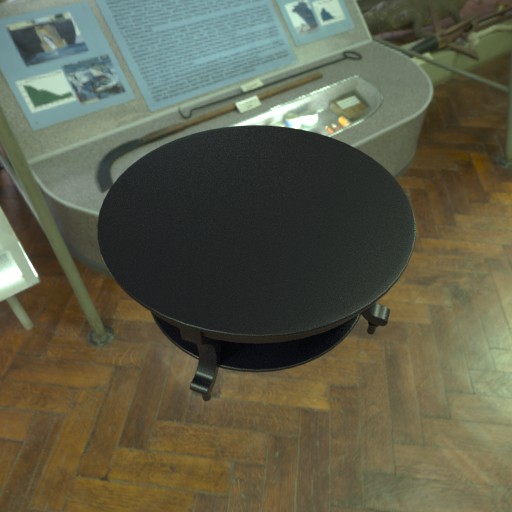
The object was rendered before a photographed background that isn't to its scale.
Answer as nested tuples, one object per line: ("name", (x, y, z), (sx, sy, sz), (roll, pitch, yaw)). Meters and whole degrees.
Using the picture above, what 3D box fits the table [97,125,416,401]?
("table", (0.000, 0.000, 1.641), (1.029, 0.491, 1.029), (0, 46, 0))
